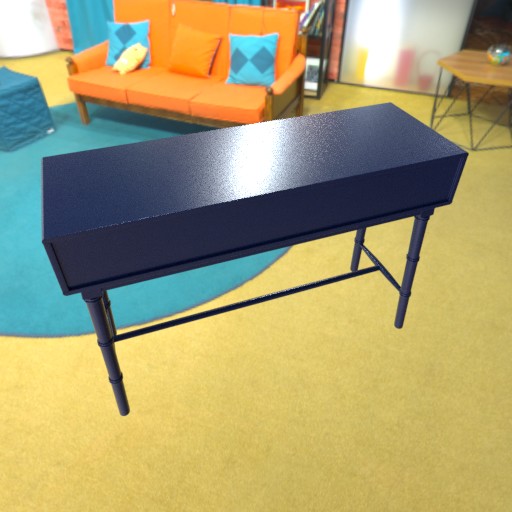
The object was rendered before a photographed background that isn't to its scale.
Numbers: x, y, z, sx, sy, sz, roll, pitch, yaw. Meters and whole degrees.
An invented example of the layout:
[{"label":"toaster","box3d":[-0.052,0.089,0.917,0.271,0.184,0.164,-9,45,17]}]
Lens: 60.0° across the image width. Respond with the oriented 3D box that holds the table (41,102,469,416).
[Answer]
[{"label":"table","box3d":[0.000,0.000,1.468,1.118,0.749,0.399,-14,43,-15]}]
